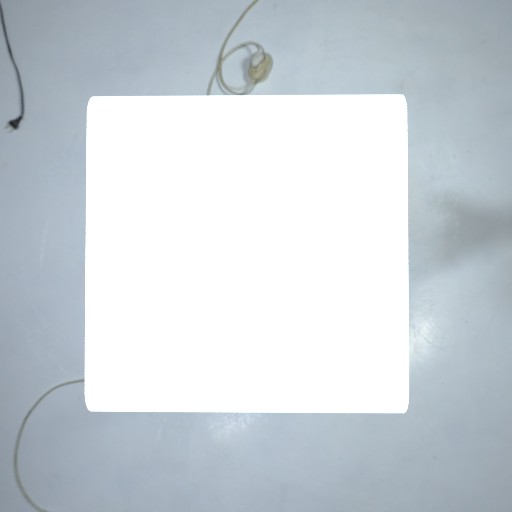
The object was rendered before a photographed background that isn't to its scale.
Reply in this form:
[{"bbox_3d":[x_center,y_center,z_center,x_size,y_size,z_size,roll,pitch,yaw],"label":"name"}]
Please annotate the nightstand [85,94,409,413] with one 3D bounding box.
[{"bbox_3d":[0.000,0.000,0.756,0.404,0.447,0.399,0,89,1],"label":"nightstand"}]
